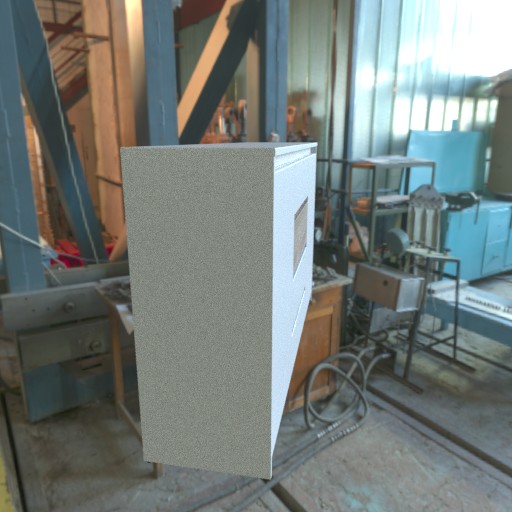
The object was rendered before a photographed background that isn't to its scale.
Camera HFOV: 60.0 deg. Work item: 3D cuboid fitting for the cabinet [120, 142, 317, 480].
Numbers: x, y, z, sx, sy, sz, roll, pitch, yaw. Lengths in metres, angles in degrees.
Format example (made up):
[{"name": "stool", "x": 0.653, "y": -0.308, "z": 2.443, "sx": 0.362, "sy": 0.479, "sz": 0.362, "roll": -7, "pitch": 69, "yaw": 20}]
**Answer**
[{"name": "cabinet", "x": 0.000, "y": 0.000, "z": 1.838, "sx": 0.380, "sy": 0.900, "sz": 1.450, "roll": 3, "pitch": 15, "yaw": 11}]
